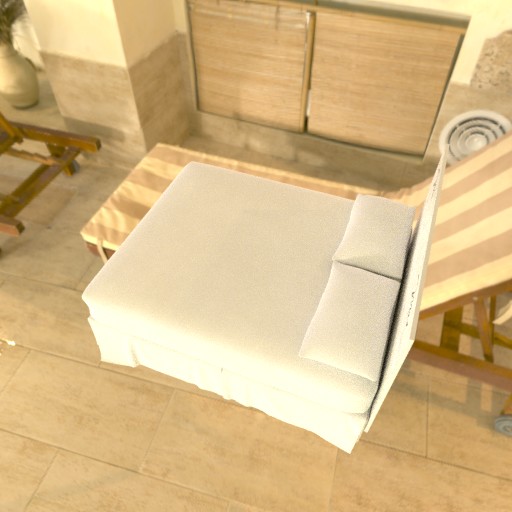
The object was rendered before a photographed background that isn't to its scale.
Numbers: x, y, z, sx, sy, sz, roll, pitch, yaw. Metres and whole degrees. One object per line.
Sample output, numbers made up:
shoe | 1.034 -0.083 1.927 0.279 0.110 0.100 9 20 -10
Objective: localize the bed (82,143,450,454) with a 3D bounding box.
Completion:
bed | 0.000 0.000 3.171 2.094 1.335 1.745 16 50 14
